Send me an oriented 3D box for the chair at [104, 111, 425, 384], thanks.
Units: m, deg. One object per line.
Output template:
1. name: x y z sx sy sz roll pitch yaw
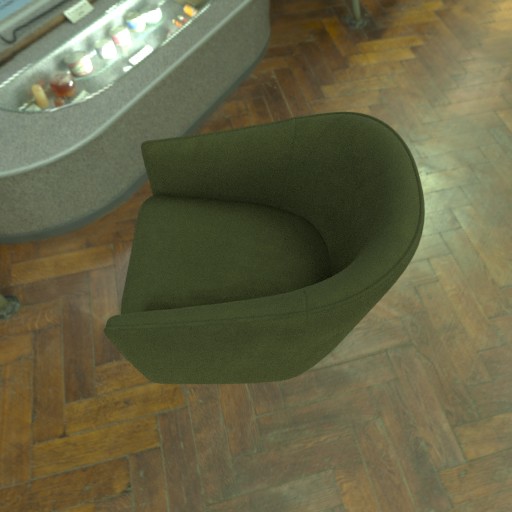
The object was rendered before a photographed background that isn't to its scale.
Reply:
1. chair: 0.000 0.000 1.494 0.875 0.799 0.747 0 58 0
